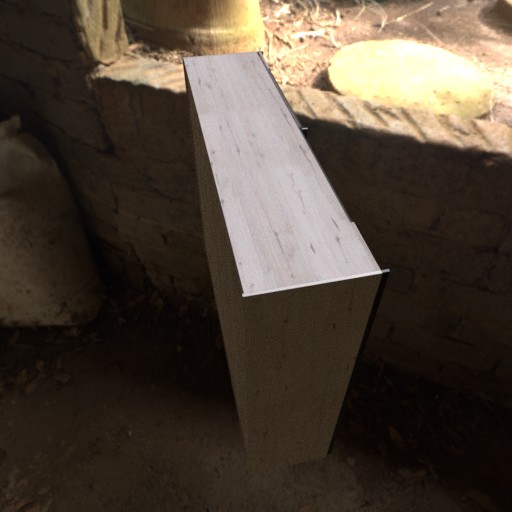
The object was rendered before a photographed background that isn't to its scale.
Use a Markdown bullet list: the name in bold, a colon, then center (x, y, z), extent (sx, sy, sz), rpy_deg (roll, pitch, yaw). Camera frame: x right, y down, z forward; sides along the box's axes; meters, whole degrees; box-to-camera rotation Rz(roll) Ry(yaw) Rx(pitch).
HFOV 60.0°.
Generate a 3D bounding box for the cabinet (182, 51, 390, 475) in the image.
- **cabinet**: center (0.000, 0.000, 3.527), extent (0.660, 2.180, 2.500), rpy_deg (-9, 47, -9)
